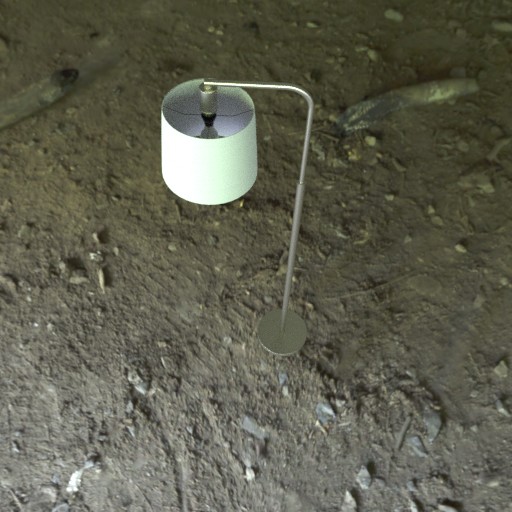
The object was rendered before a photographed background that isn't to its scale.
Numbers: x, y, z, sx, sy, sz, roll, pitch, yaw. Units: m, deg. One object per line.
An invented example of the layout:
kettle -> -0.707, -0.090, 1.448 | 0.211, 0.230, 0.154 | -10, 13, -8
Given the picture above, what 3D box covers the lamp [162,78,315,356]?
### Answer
lamp -> 0.000, 0.000, 1.602 | 0.508, 1.478, 0.254 | -1, 58, -1
